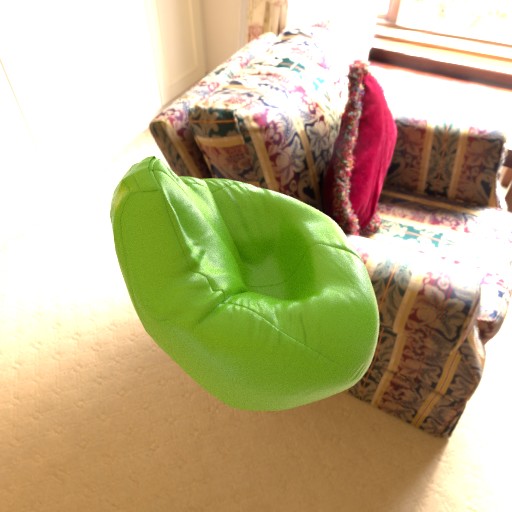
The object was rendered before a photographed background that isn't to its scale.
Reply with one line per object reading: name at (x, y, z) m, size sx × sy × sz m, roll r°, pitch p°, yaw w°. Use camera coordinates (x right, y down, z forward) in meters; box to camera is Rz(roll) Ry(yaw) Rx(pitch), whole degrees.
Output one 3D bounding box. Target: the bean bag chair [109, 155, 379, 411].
bean bag chair at (0.000, 0.000, 1.886) m, size 1.070 × 0.990 × 1.070 m, roll -7°, pitch 47°, yaw -7°
